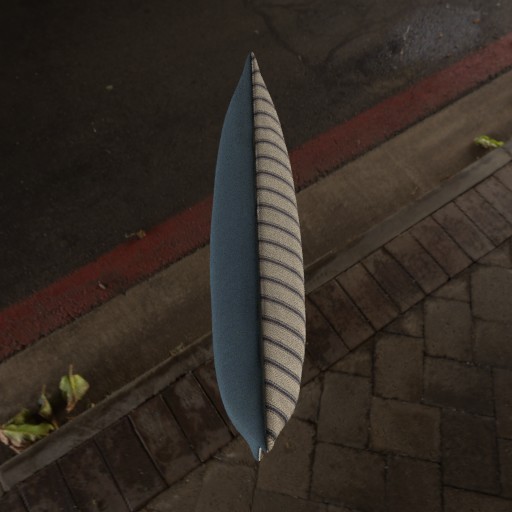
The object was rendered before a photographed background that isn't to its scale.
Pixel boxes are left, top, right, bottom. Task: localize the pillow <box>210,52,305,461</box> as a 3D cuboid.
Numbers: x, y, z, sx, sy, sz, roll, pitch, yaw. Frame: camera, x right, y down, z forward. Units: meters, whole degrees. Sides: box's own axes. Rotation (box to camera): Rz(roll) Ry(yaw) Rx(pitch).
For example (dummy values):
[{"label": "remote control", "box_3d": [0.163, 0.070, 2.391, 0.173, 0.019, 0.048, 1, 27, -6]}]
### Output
[{"label": "pillow", "box_3d": [0.000, 0.000, 0.734, 0.151, 0.305, 0.609, -2, 63, -1]}]
